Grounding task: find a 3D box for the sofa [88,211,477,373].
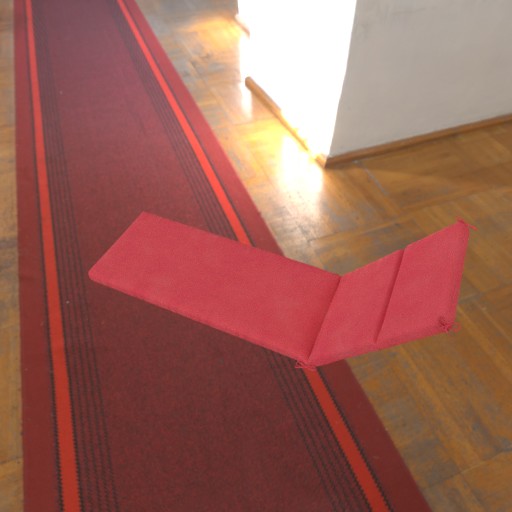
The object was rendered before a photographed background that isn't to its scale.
[{"bbox_3d":[0.000,0.000,2.004,1.663,0.622,0.582,18,50,16],"label":"sofa"}]
